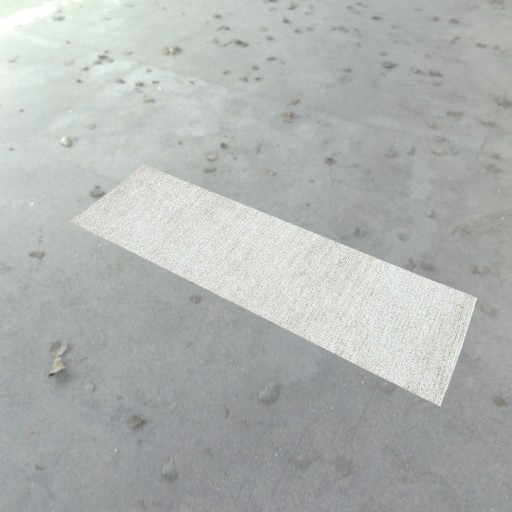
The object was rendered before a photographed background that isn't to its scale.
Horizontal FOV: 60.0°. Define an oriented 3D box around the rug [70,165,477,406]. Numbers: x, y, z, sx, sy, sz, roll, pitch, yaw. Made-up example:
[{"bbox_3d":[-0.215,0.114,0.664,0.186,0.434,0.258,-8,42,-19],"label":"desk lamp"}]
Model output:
[{"bbox_3d":[0.000,0.000,2.577,2.346,0.013,0.712,24,51,21],"label":"rug"}]
